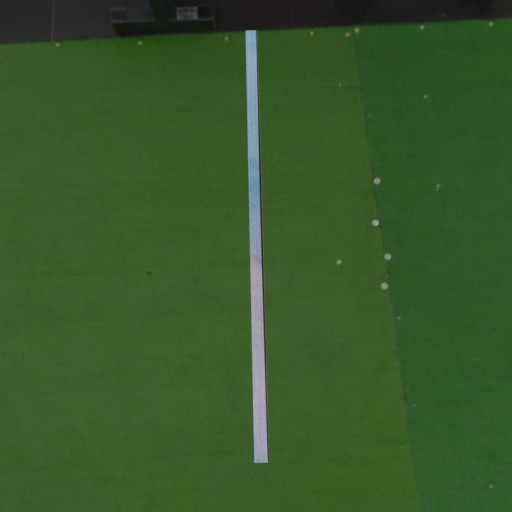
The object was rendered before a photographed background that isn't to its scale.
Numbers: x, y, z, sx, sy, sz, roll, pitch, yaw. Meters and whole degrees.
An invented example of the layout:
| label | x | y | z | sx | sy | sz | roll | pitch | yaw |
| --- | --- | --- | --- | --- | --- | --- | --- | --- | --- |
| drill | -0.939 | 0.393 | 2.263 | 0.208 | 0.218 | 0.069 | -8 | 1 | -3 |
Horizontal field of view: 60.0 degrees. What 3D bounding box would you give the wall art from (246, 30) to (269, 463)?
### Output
| label | x | y | z | sx | sy | sz | roll | pitch | yaw |
| --- | --- | --- | --- | --- | --- | --- | --- | --- | --- |
| wall art | 0.000 | 0.000 | 1.492 | 0.034 | 0.756 | 1.137 | -1 | 76 | 0 |
